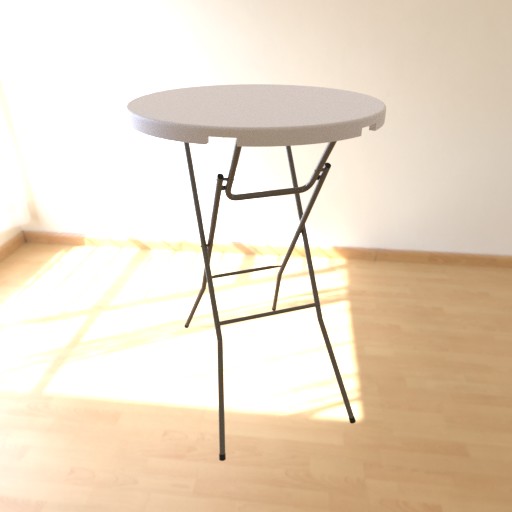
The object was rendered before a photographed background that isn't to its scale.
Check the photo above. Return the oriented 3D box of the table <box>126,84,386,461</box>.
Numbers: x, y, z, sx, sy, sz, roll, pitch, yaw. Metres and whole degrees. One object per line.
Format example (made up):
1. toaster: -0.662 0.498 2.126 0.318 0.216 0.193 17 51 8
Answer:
1. table: 0.000 0.000 1.648 0.792 1.105 0.795 -9 29 -16
